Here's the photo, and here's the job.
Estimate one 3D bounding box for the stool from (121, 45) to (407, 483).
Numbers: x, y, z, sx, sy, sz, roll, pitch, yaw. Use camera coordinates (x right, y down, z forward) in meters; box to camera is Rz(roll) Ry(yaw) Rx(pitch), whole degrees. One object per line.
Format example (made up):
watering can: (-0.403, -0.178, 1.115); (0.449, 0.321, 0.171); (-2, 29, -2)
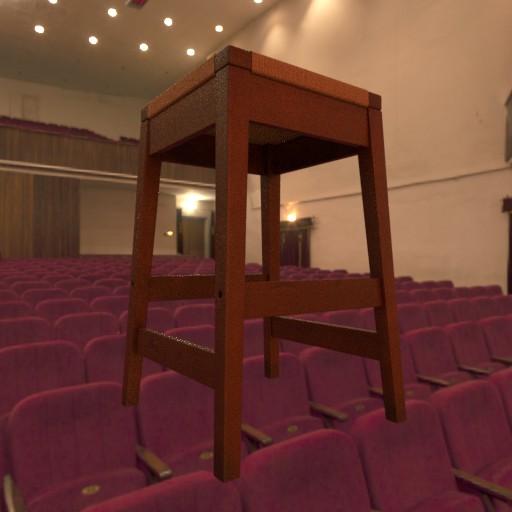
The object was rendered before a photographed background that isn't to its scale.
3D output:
stool: (0.000, 0.000, 1.090); (0.497, 0.762, 0.507); (1, -1, -36)
